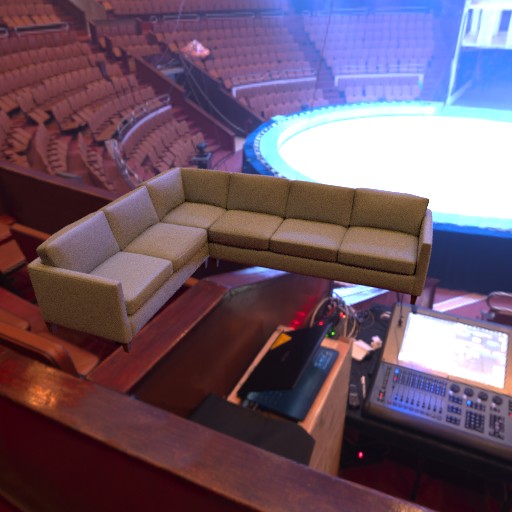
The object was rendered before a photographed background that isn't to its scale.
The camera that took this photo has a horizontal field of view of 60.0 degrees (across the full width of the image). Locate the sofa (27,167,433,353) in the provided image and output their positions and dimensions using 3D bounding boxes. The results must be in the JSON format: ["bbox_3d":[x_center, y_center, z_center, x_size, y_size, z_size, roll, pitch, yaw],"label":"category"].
[{"bbox_3d":[0.000,0.000,4.460,3.301,0.947,2.592,10,30,17],"label":"sofa"}]
